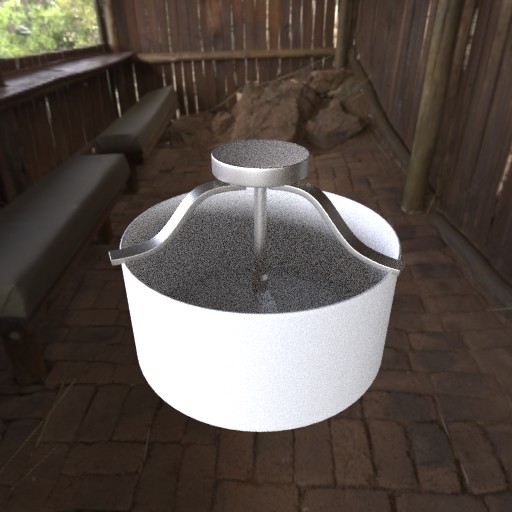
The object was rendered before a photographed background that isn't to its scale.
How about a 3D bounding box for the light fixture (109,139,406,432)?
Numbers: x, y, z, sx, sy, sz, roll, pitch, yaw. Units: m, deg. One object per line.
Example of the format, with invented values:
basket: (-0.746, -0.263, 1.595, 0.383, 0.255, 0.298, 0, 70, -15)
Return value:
light fixture: (0.000, 0.000, 0.640, 0.395, 0.304, 0.395, 0, 30, 0)
